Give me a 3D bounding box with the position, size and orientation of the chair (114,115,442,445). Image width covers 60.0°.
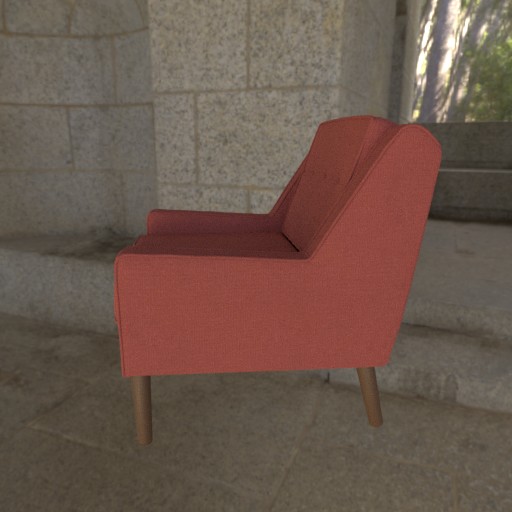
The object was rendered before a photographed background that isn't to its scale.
[{"bbox_3d":[0.000,0.000,1.354,0.770,0.812,0.680,-2,15,-6],"label":"chair"}]
